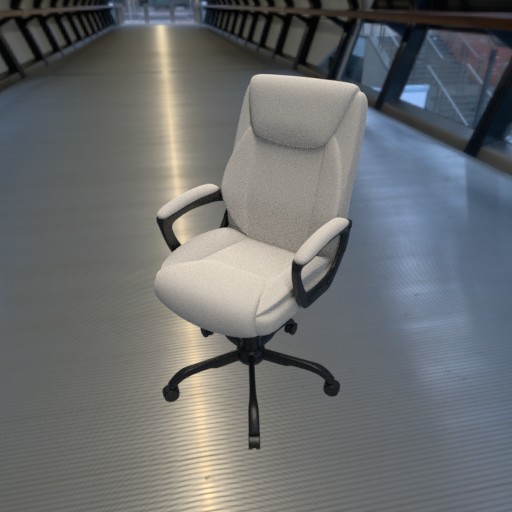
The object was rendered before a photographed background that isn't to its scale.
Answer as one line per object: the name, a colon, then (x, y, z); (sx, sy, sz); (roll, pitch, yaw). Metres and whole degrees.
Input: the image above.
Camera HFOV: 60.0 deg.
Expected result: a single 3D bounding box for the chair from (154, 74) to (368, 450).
chair: (0.000, 0.000, 1.497); (0.663, 1.065, 0.669); (19, 35, 28)
